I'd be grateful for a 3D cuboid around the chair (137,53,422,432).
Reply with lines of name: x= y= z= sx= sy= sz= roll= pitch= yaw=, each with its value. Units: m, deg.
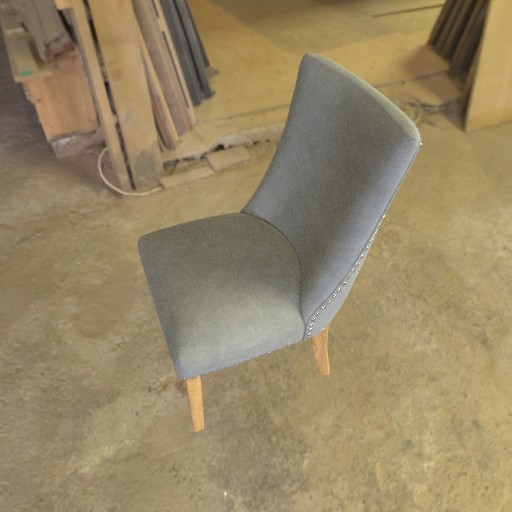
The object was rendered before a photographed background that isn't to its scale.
chair: x=0.000 y=0.000 z=1.258 sx=0.610 sy=0.902 sz=0.495 roll=-16 pitch=48 yaw=-15
